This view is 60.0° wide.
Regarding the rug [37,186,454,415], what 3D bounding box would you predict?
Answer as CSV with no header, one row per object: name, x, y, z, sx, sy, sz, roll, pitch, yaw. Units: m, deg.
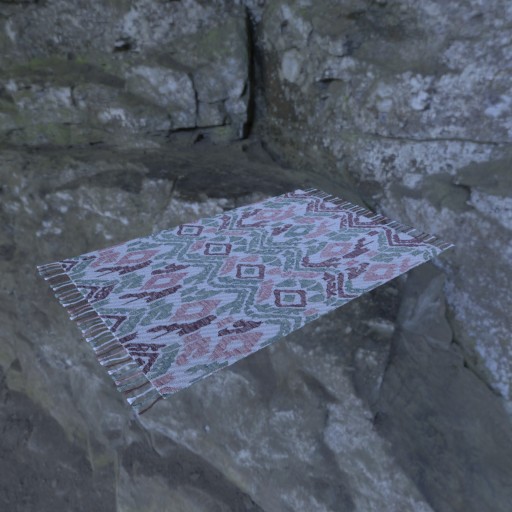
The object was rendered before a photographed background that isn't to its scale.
rug,0.000,0.000,2.997,2.438,0.011,1.524,-21,36,-32
